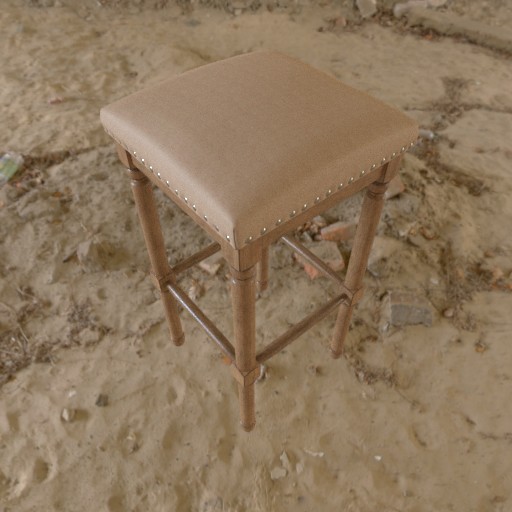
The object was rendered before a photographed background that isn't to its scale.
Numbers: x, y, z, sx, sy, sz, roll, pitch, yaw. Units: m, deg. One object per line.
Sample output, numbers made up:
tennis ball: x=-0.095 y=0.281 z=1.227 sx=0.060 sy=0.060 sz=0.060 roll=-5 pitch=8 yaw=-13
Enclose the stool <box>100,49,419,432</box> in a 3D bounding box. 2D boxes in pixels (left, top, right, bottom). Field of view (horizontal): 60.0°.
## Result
stool: x=0.000 y=0.000 z=0.974 sx=0.383 sy=0.768 sz=0.382 roll=-31 pitch=55 yaw=-26
